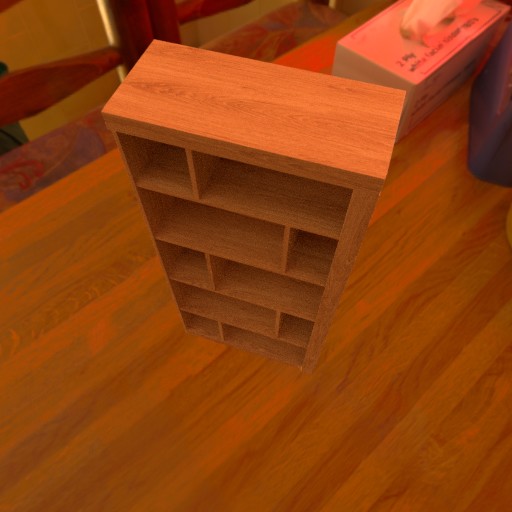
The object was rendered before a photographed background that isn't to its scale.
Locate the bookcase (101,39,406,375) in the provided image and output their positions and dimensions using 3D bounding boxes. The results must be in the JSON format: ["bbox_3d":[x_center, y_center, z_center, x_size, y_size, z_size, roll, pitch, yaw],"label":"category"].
[{"bbox_3d":[0.000,0.000,2.362,0.950,2.020,0.420,16,60,9],"label":"bookcase"}]
